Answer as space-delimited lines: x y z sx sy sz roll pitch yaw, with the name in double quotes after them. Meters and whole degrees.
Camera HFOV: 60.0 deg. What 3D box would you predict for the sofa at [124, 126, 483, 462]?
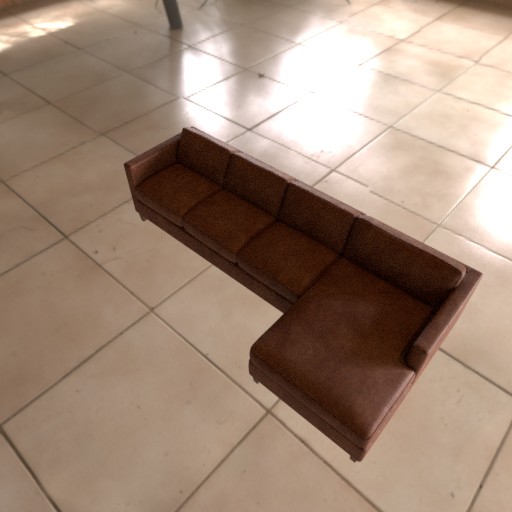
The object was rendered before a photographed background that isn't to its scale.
0.000 0.000 3.870 3.203 0.883 1.581 33 55 27 "sofa"
